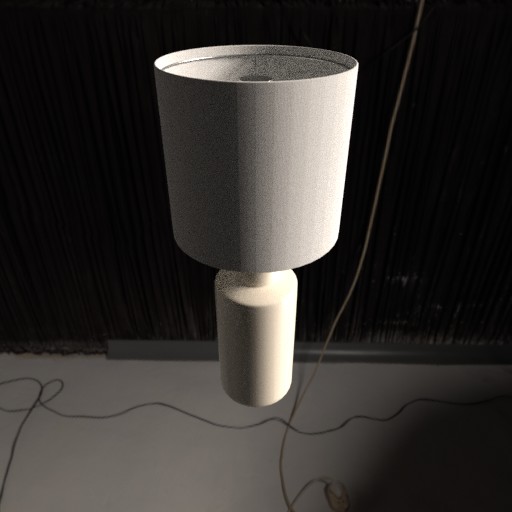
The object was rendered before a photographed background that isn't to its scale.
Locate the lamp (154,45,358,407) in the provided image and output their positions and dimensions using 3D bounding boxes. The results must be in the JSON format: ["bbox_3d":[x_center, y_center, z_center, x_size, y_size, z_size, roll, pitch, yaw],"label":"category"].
[{"bbox_3d":[0.000,0.000,0.601,0.212,0.493,0.212,0,33,0],"label":"lamp"}]
